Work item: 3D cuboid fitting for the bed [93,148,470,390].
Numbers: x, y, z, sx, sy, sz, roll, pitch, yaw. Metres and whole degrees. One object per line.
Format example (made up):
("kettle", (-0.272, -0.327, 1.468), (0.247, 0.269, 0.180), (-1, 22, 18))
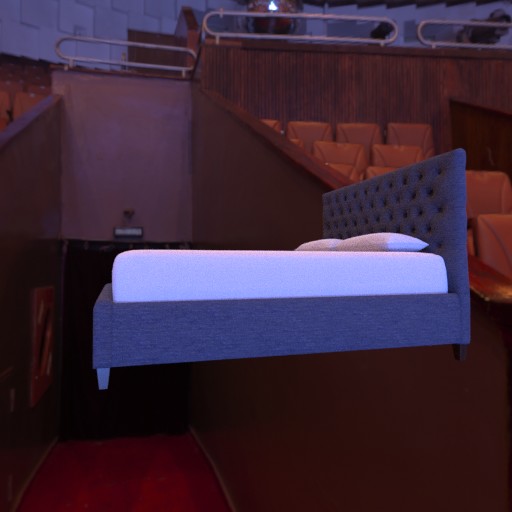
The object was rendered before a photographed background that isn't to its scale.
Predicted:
("bed", (0.000, 0.000, 3.596), (2.387, 1.427, 2.078), (0, -1, -17))
